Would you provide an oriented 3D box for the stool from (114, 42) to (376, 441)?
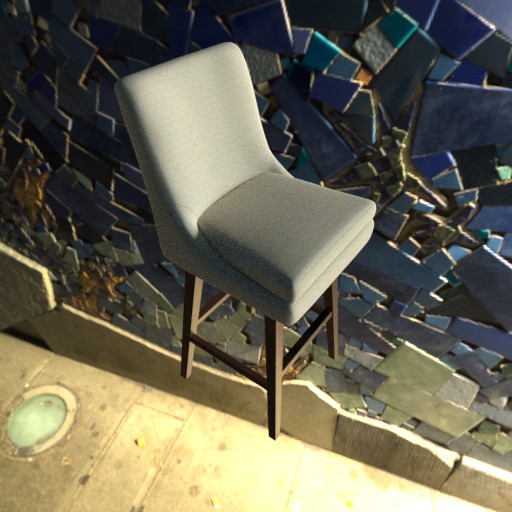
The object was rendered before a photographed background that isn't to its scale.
[{"bbox_3d":[0.000,0.000,1.388,0.559,1.093,0.483,25,46,27],"label":"stool"}]
